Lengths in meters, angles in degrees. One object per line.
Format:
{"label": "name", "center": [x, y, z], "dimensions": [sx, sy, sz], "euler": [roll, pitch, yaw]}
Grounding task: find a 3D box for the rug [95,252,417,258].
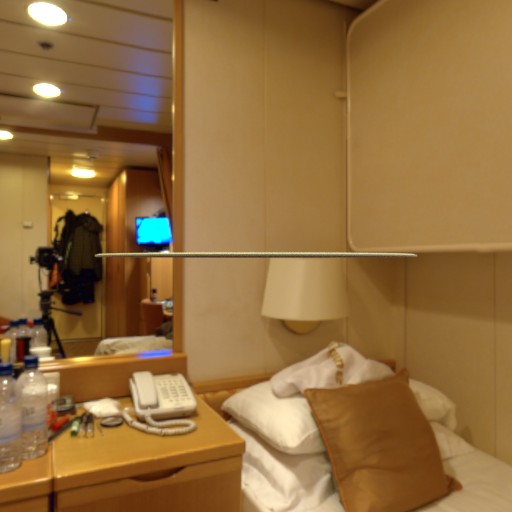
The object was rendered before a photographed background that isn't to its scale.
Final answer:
{"label": "rug", "center": [0.000, 0.000, 2.329], "dimensions": [1.593, 0.012, 1.593], "euler": [0, 0, 0]}
